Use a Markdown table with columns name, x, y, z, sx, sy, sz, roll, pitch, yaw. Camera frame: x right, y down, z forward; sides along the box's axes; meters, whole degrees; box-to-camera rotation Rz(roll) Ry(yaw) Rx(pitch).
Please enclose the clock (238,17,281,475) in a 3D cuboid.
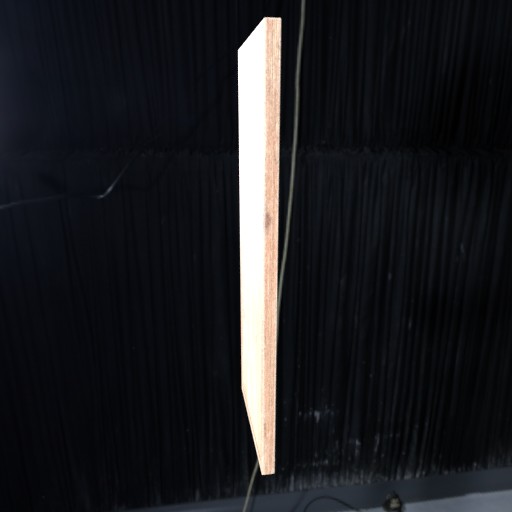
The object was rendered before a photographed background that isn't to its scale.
| name | x | y | z | sx | sy | sz | roll | pitch | yaw |
| --- | --- | --- | --- | --- | --- | --- | --- | --- | --- |
| clock | 0.000 | 0.000 | 1.073 | 0.030 | 0.965 | 0.361 | -3 | 17 | -9 |
